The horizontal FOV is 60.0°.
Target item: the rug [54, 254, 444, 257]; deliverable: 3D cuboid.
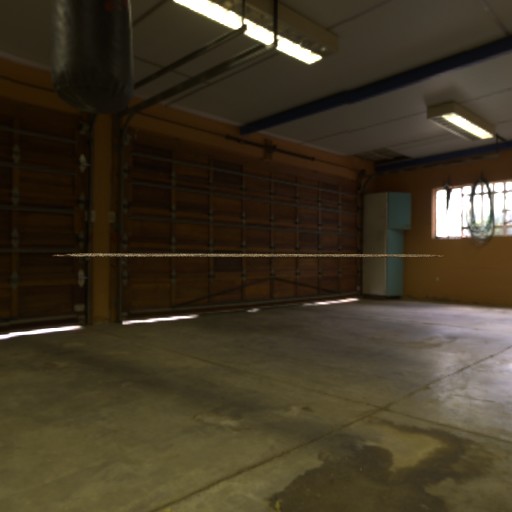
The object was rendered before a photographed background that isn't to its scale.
[{"bbox_3d":[0.000,0.000,2.833,2.378,0.018,1.324,0,0,1],"label":"rug"}]
